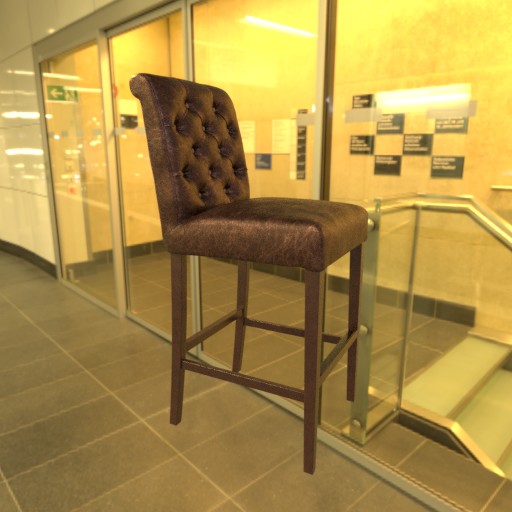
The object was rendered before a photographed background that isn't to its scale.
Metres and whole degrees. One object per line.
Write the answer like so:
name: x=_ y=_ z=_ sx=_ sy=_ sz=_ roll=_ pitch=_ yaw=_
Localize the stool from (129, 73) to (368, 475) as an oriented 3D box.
stool: x=0.000 y=0.000 z=1.519 sx=0.659 sy=1.168 sz=0.483 roll=7 pitch=15 yaw=27
